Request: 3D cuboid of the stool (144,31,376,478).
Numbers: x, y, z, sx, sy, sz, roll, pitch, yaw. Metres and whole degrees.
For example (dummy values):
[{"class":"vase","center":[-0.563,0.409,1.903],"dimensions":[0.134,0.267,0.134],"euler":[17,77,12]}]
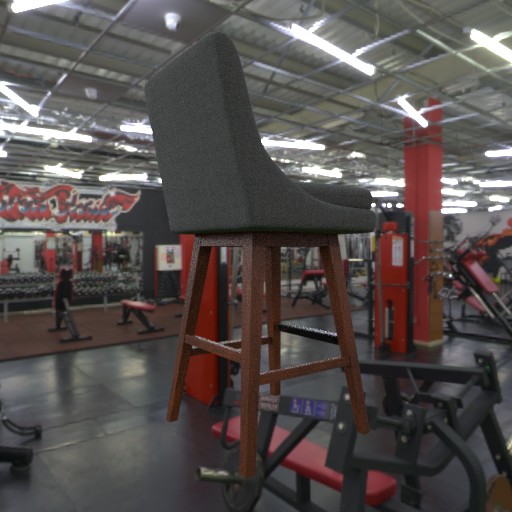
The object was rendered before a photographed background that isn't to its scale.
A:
[{"class":"stool","center":[0.000,0.000,1.241],"dimensions":[0.524,0.977,0.447],"euler":[-1,1,-36]}]
